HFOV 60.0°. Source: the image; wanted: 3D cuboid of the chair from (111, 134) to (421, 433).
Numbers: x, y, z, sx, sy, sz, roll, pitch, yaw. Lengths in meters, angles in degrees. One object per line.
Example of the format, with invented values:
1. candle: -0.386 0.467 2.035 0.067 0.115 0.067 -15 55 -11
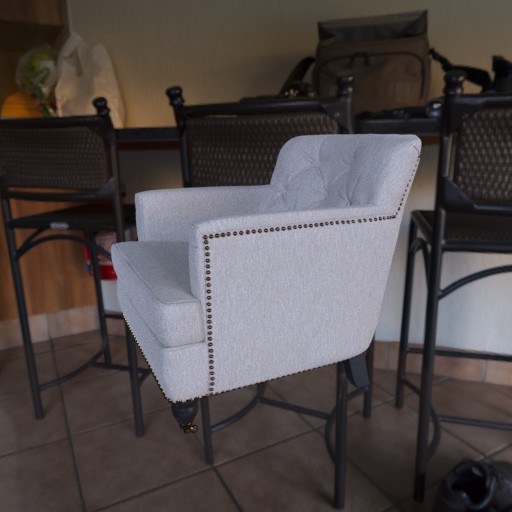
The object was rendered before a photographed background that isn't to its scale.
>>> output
1. chair: 0.000 0.000 1.548 0.902 0.823 0.737 -7 16 -25
